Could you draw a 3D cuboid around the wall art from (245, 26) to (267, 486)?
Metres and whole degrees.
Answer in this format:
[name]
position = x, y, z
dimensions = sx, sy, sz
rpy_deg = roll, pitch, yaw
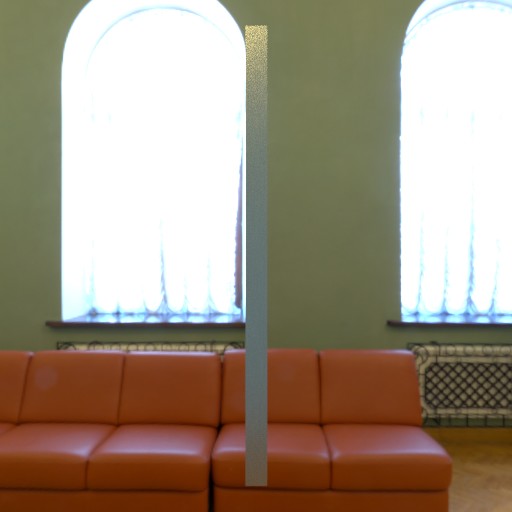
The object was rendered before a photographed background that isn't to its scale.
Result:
[wall art]
position = 0.000, 0.000, 1.180
dimensions = 0.038, 0.806, 0.806
rpy_deg = 0, 0, 0
